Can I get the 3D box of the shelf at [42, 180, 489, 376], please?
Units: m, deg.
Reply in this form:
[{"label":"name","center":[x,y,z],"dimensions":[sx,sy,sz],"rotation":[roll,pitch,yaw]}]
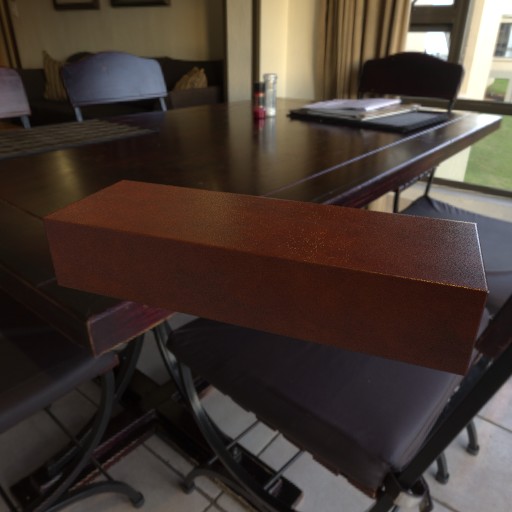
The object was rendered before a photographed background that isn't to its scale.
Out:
[{"label":"shelf","center":[0.000,0.000,0.511],"dimensions":[0.457,0.088,0.152],"rotation":[10,28,18]}]
